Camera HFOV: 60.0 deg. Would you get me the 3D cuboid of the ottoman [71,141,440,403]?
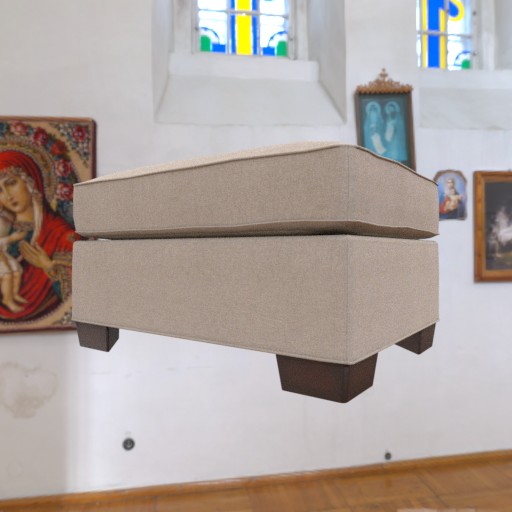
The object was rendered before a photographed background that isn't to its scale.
[{"bbox_3d":[0.000,0.000,1.233,0.846,0.503,0.617,1,1,36],"label":"ottoman"}]
